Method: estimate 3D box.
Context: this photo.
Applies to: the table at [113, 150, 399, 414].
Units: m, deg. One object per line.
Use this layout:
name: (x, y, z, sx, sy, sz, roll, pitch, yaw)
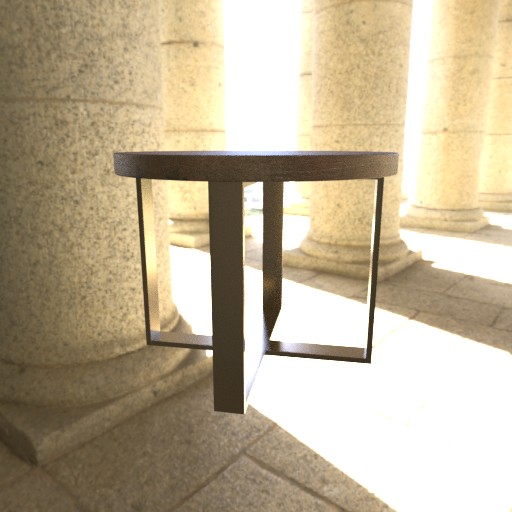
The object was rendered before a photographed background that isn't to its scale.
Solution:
table: (0.000, 0.000, 0.960, 0.557, 0.437, 0.557, 0, 14, 0)
